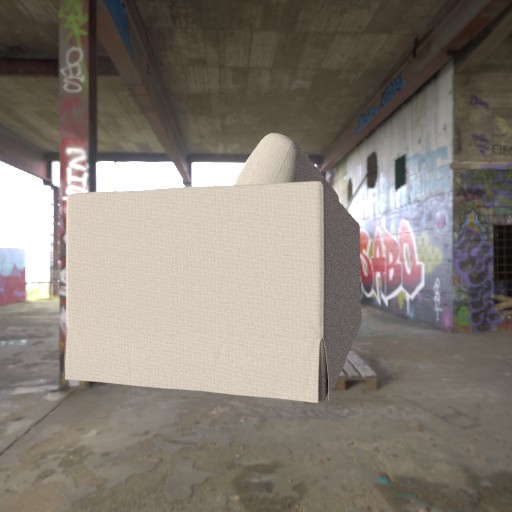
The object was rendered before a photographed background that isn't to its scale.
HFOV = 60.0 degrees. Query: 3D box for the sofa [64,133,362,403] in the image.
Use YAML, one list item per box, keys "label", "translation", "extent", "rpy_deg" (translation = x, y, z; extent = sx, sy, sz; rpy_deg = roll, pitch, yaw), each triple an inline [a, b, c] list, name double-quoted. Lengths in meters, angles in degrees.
- label: "sofa"
  translation: [0.000, 0.000, 2.388]
  extent: [1.009, 0.932, 1.813]
  rpy_deg: [0, 0, 17]
